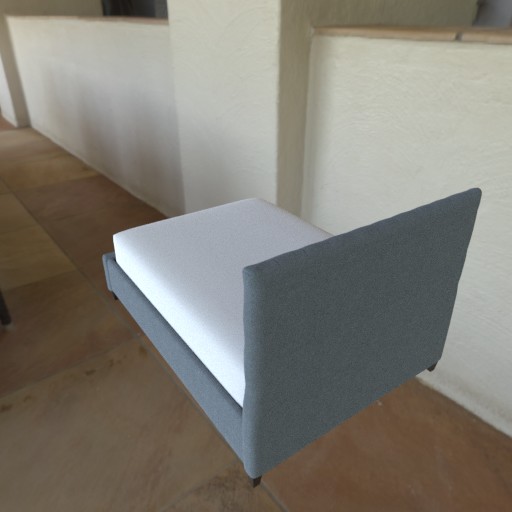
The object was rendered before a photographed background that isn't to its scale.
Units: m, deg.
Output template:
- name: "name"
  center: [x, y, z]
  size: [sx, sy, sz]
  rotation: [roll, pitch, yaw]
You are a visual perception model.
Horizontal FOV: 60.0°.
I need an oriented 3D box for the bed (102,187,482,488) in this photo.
- name: "bed"
  center: [0.000, 0.000, 3.355]
  size: [1.698, 1.411, 2.335]
  rotation: [-19, 34, -30]
